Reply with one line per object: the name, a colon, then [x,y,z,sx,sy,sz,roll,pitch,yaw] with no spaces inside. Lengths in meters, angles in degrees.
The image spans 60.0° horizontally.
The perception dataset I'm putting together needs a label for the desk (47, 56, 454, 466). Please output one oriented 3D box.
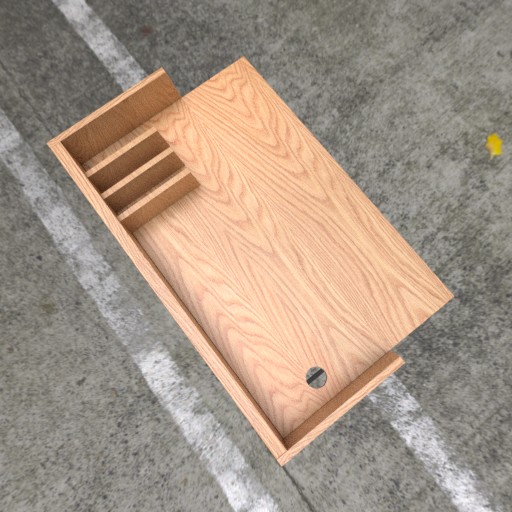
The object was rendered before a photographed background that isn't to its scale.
desk: [0.000,0.000,1.857,0.769,1.061,1.191,-37,80,-8]
